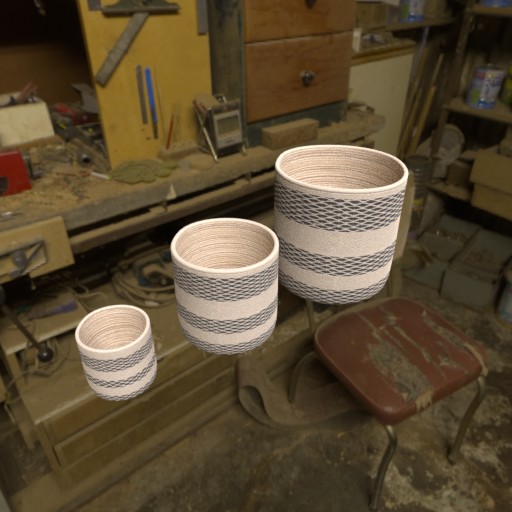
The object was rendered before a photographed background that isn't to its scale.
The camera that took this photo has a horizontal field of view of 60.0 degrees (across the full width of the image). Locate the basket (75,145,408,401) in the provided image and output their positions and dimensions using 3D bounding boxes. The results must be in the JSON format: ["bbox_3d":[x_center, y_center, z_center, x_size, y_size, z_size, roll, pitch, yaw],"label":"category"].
[{"bbox_3d":[0.000,0.000,1.116,0.917,0.356,0.351,-23,39,-31],"label":"basket"}]
